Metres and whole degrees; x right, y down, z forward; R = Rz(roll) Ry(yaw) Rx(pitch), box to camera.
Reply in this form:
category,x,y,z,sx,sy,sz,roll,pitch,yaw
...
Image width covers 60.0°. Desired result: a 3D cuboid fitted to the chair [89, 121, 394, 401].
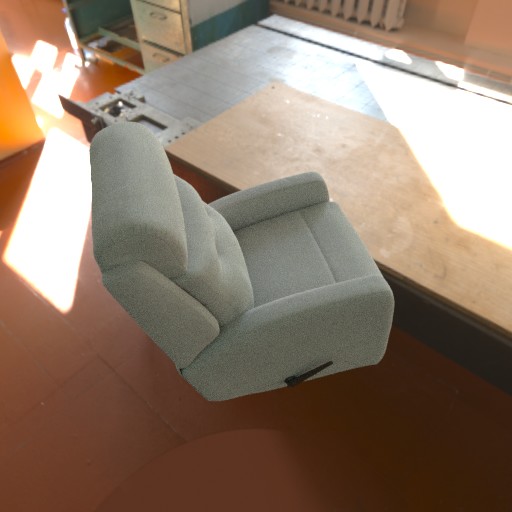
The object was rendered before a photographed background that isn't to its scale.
category,x,y,z,sx,sy,sz,roll,pitch,yaw
chair,0.000,0.000,1.739,1.043,1.013,0.798,-11,48,-10
